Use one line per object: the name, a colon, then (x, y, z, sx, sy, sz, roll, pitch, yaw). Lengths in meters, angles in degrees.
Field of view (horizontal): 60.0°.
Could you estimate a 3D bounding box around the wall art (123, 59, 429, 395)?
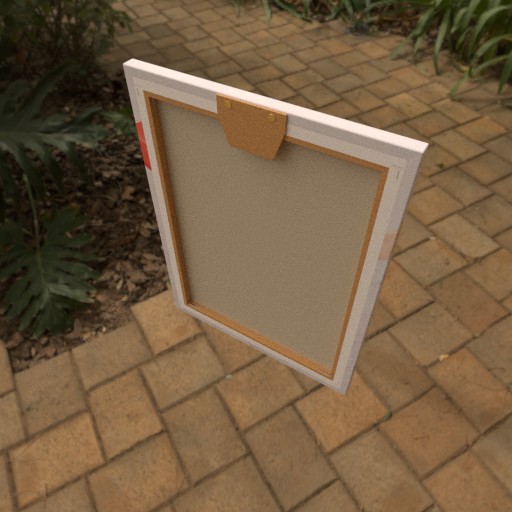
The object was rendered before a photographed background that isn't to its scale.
wall art: (0.000, 0.000, 1.350, 0.759, 1.014, 0.045, 24, 51, 21)
